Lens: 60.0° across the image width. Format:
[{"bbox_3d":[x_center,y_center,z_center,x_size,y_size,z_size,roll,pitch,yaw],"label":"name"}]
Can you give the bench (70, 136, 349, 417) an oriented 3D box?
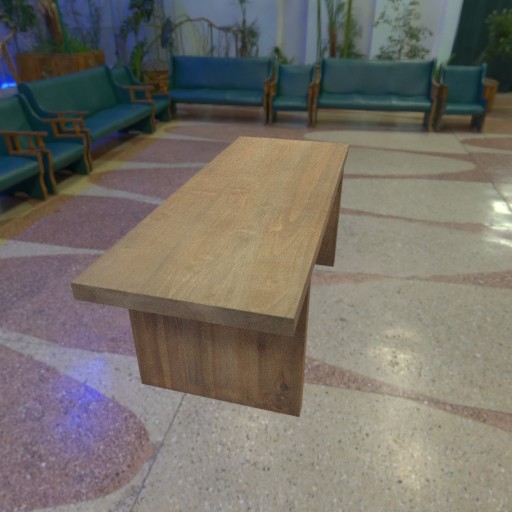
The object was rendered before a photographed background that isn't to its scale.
[{"bbox_3d":[0.000,0.000,1.451,0.458,0.458,1.183,8,30,13],"label":"bench"}]
